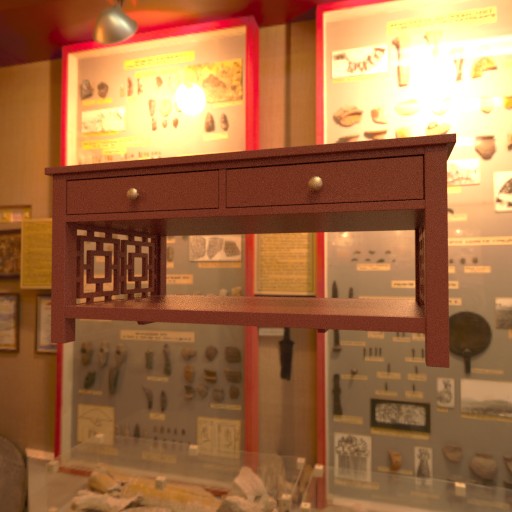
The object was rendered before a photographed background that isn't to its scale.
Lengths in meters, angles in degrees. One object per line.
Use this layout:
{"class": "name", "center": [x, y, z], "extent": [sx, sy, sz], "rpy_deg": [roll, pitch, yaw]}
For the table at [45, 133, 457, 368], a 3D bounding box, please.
{"class": "table", "center": [0.000, 0.000, 1.363], "extent": [1.068, 0.493, 0.612], "rpy_deg": [0, -2, 18]}
